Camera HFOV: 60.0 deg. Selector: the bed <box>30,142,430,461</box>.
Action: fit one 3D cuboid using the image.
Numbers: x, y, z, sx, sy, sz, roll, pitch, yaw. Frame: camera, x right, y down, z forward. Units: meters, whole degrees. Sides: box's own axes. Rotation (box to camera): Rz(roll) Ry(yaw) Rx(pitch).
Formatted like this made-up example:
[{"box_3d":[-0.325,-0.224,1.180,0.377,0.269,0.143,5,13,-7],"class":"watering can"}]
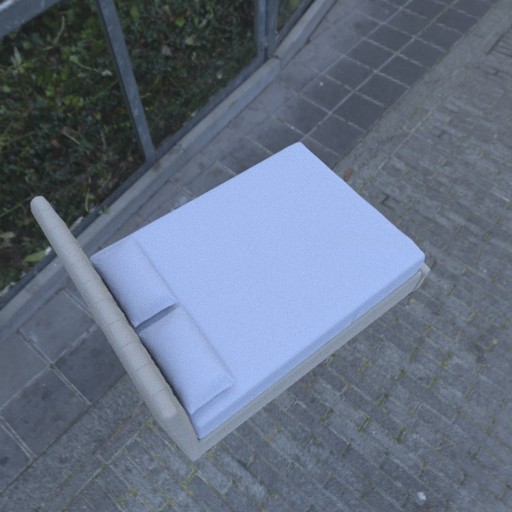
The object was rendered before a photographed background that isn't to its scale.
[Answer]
[{"box_3d":[0.000,0.000,3.413,2.387,1.427,1.698,-32,64,-18],"class":"bed"}]
